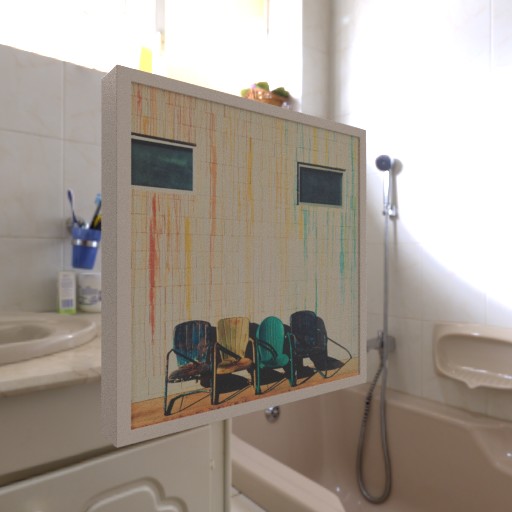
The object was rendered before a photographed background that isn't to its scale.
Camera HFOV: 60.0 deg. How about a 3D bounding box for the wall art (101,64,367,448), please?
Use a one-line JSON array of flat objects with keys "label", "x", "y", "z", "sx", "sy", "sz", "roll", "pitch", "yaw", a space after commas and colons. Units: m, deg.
[{"label": "wall art", "x": 0.000, "y": 0.000, "z": 0.458, "sx": 0.305, "sy": 0.305, "sz": 0.038, "roll": 0, "pitch": 0, "yaw": -37}]
